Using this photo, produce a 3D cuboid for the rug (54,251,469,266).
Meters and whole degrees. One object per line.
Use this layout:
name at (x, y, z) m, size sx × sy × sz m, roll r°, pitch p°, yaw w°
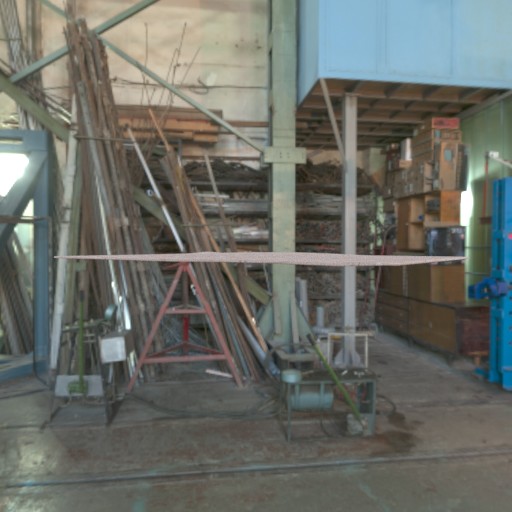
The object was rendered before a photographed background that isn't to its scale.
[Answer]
rug at (0.000, 0.000, 2.340) m, size 1.837 × 0.025 × 1.230 m, roll 1°, pitch 2°, yaw 37°
